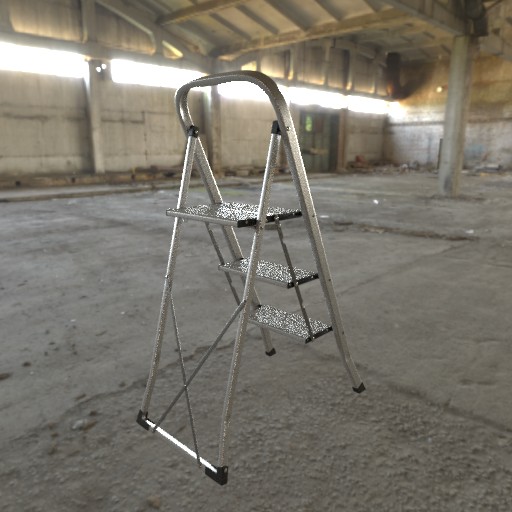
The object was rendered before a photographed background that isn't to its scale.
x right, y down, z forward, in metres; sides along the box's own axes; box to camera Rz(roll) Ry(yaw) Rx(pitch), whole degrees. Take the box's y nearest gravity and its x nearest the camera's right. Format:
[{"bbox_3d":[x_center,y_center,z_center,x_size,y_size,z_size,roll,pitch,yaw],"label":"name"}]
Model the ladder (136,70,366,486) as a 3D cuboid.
[{"bbox_3d":[0.000,0.000,1.432,0.465,1.070,0.704,12,18,42],"label":"ladder"}]
